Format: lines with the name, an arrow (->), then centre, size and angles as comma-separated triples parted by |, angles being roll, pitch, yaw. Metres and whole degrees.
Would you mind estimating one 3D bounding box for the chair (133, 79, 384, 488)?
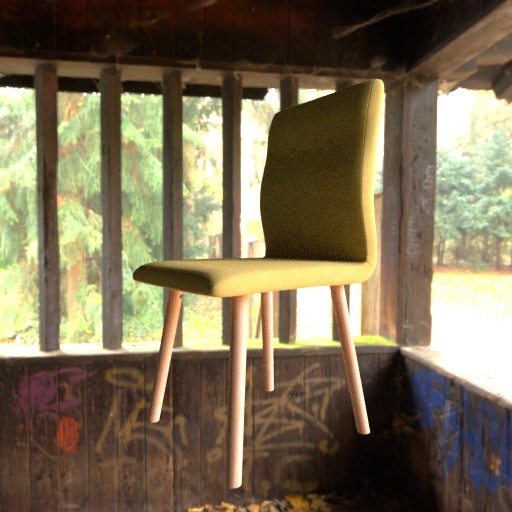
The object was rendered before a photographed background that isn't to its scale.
chair -> 0.000, 0.000, 1.237 | 0.550, 0.965, 0.450 | -2, 3, -37
